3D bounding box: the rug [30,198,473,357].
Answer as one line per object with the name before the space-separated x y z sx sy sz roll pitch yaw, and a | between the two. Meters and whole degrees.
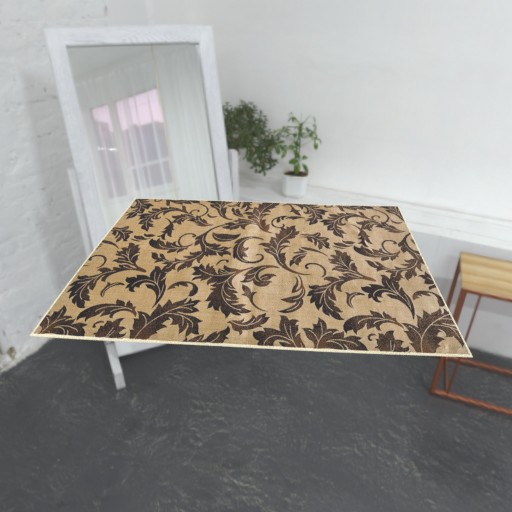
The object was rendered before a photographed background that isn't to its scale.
rug | 0.000 0.000 3.960 2.977 0.008 2.380 2 31 3
